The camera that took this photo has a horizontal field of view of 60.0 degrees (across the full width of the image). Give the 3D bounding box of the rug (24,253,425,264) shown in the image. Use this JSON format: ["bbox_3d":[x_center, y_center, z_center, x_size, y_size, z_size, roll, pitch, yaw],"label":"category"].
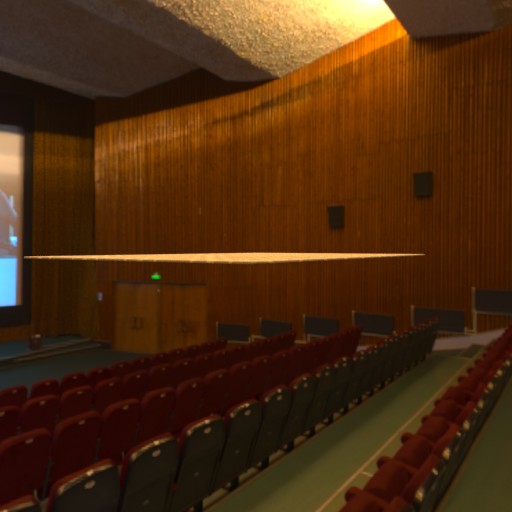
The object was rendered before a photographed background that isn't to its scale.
[{"bbox_3d":[0.000,0.000,2.697,1.451,0.010,2.080,1,1,35],"label":"rug"}]
